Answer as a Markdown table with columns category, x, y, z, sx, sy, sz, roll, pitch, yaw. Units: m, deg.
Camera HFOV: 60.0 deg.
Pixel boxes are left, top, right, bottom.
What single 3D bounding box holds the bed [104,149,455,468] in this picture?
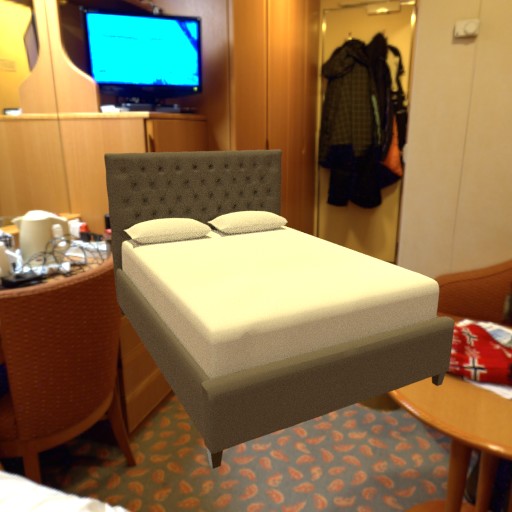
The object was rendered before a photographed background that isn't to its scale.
| category | x | y | z | sx | sy | sz | roll | pitch | yaw |
| --- | --- | --- | --- | --- | --- | --- | --- | --- | --- |
| bed | 0.000 | 0.000 | 3.278 | 1.696 | 1.426 | 2.233 | -8 | 18 | -27 |
